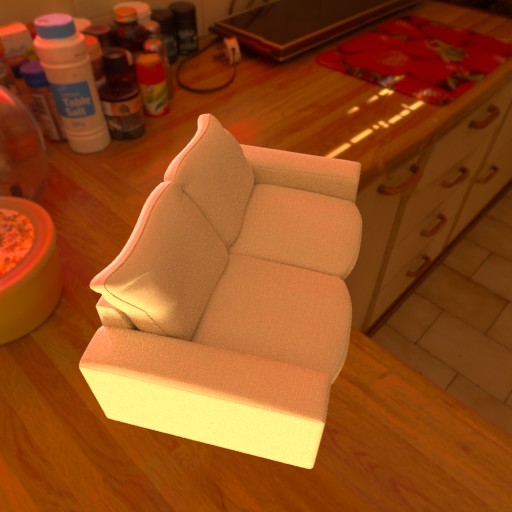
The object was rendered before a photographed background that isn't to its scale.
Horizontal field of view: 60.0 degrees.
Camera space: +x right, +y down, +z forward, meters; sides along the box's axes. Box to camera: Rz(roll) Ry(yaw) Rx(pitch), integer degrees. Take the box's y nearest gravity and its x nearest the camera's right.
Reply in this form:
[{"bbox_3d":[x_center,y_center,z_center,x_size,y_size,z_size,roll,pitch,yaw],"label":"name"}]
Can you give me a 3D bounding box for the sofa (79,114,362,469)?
[{"bbox_3d":[0.000,0.000,2.394,1.091,0.875,1.754,10,47,9],"label":"sofa"}]
